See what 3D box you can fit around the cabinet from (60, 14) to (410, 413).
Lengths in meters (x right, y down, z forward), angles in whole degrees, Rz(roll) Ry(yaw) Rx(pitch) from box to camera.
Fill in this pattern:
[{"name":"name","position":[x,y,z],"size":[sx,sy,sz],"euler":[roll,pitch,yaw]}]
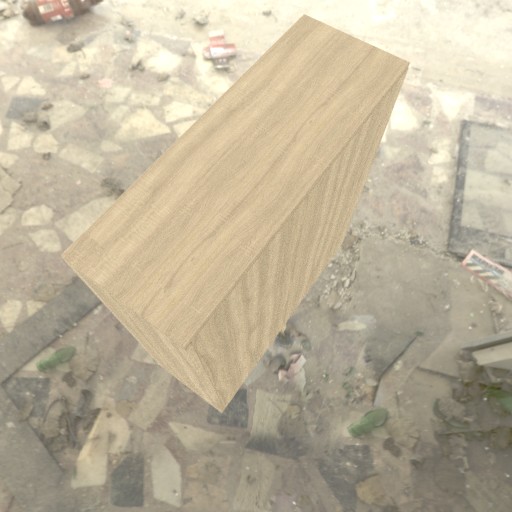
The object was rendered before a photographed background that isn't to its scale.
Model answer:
[{"name":"cabinet","position":[0.000,0.000,1.866],"size":[0.398,1.388,1.111],"euler":[33,68,15]}]
